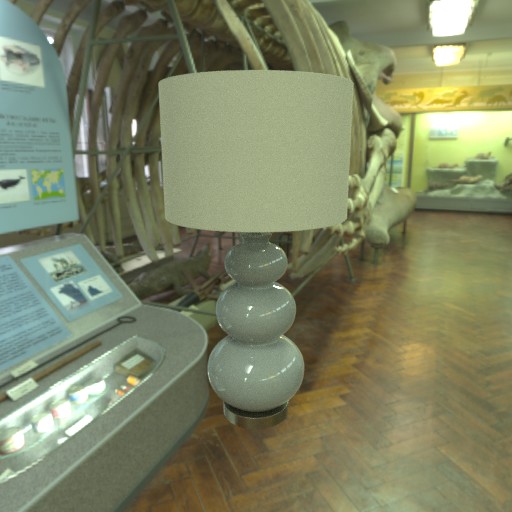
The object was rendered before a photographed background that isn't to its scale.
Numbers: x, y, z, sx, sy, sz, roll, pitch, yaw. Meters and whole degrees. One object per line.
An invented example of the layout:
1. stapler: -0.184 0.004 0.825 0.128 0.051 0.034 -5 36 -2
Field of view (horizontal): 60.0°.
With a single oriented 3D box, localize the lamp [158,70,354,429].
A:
1. lamp: 0.000 0.000 0.935 0.367 0.730 0.367 -2 14 -8
